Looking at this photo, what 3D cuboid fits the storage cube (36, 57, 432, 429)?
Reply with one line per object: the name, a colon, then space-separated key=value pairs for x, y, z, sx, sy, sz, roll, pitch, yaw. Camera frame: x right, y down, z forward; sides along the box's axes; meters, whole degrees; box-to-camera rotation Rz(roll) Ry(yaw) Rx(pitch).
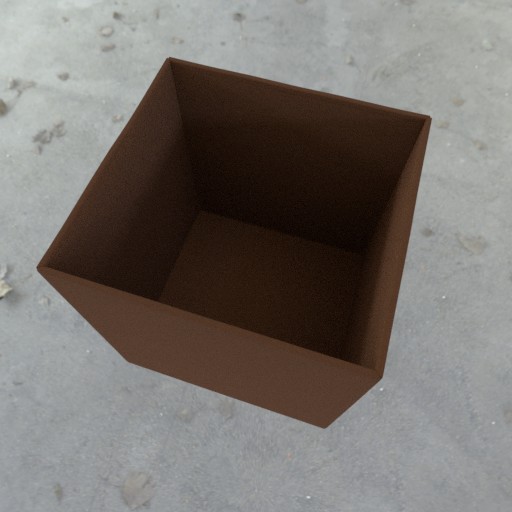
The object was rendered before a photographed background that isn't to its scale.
storage cube: x=0.000 y=0.000 z=0.497 sx=0.270 sy=0.280 sz=0.270 roll=16 pitch=63 yaw=8
